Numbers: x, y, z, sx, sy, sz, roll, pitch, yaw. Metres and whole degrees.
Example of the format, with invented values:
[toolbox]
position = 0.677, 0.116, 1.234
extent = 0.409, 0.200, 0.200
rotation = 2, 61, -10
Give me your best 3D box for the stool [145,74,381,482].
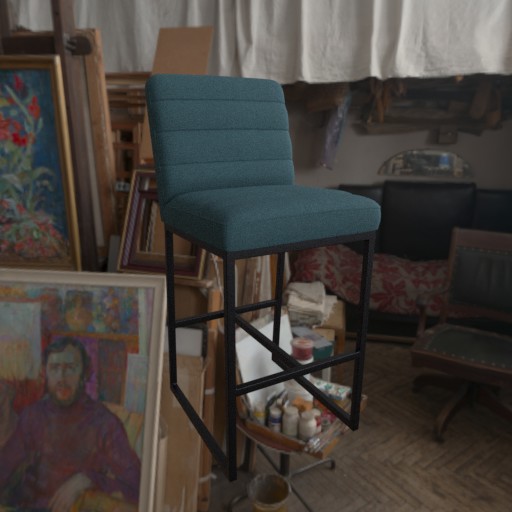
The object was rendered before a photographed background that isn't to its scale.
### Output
[stool]
position = 0.000, 0.000, 1.323
extent = 0.460, 1.040, 0.560
rotation = -9, 19, -28
